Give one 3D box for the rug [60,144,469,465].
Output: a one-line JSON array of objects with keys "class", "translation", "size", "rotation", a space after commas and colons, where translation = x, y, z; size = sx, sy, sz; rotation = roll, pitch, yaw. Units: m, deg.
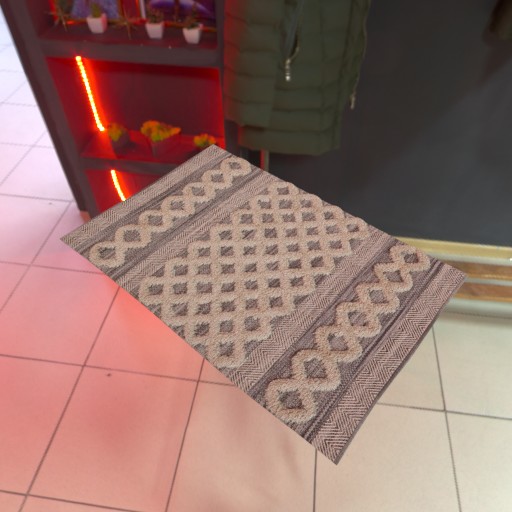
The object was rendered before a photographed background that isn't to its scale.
[{"class": "rug", "translation": [0.000, 0.000, 2.350], "size": [1.823, 0.030, 1.222], "rotation": [32, 55, 26]}]
